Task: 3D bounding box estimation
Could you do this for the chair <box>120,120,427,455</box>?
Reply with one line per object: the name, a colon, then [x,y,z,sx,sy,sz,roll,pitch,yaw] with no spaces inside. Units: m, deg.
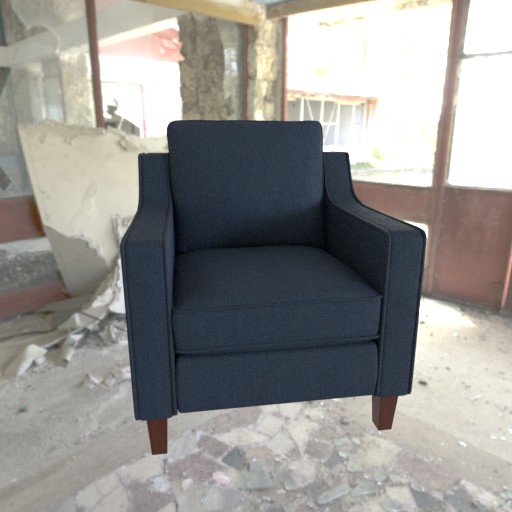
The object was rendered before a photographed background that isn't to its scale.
chair: [0.000,0.000,1.619,0.831,0.960,0.909,-2,16,-9]
